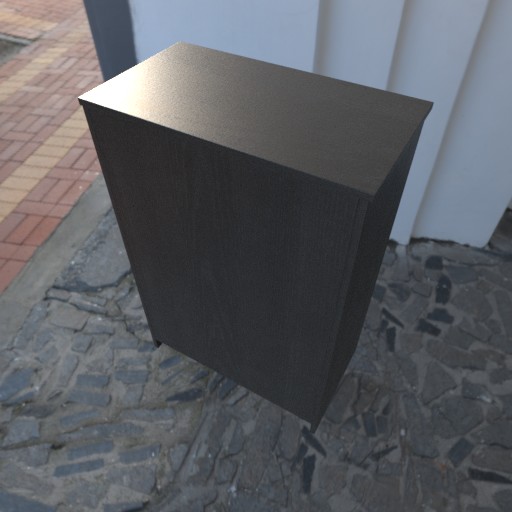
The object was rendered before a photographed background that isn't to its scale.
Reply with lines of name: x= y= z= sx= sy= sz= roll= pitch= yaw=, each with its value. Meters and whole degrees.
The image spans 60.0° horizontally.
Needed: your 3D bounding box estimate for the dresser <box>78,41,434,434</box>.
dresser: x=0.000 y=0.000 z=1.362 sx=0.700 sy=1.020 sz=0.398 roll=23 pitch=50 yaw=20
